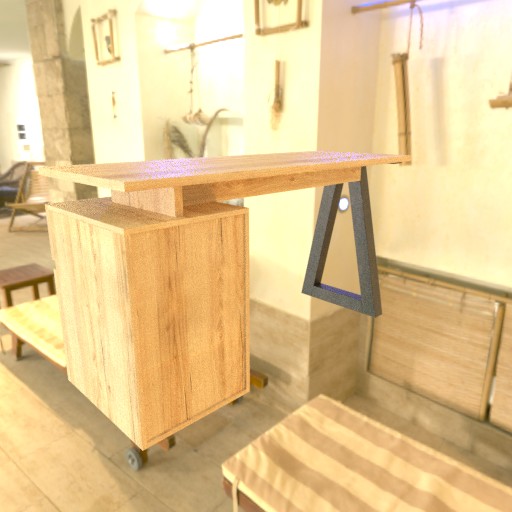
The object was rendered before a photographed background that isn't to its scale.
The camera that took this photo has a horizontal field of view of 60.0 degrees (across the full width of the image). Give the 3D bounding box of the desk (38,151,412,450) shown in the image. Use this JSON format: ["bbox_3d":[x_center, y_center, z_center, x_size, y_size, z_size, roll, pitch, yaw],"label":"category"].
[{"bbox_3d":[0.000,0.000,1.796,1.400,0.760,0.550,-15,22,-42],"label":"desk"}]
